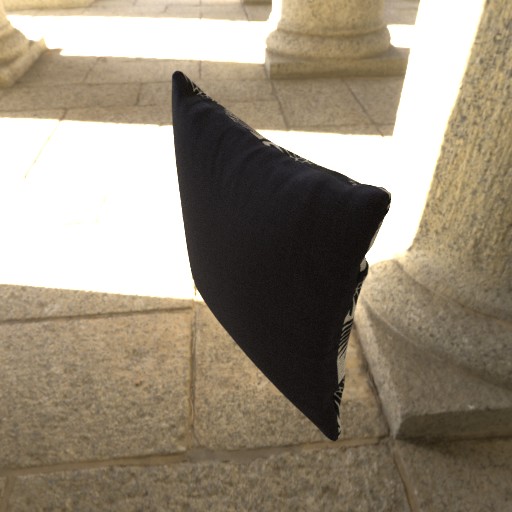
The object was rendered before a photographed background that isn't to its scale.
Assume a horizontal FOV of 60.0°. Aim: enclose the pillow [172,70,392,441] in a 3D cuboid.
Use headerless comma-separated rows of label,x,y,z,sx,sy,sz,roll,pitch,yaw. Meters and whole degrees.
pillow,0.000,0.000,0.668,0.139,0.432,0.432,-24,45,-26
